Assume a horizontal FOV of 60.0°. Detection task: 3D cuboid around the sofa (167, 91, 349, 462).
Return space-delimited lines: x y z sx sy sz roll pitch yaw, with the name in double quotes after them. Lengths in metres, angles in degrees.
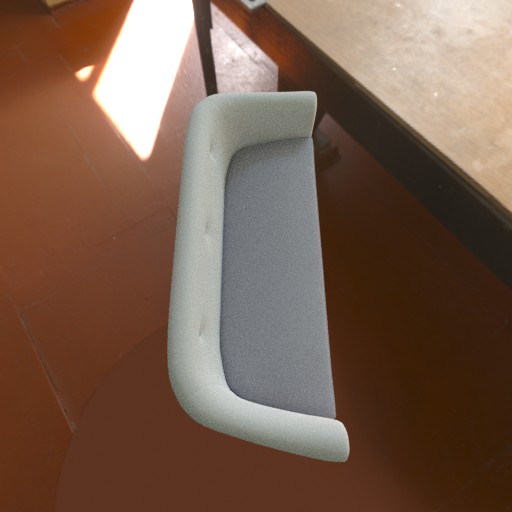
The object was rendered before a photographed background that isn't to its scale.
0.000 0.000 2.537 0.827 0.795 2.160 0 63 0 "sofa"
